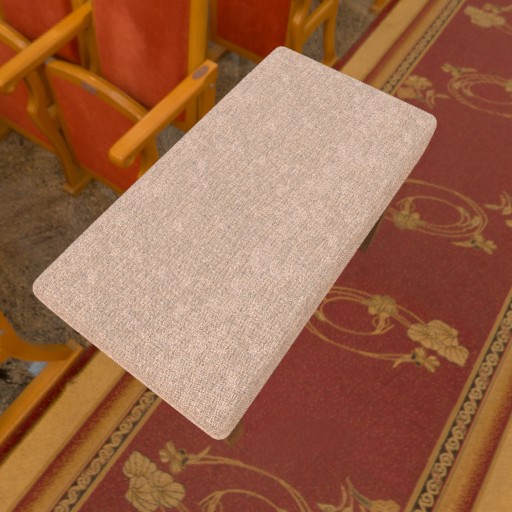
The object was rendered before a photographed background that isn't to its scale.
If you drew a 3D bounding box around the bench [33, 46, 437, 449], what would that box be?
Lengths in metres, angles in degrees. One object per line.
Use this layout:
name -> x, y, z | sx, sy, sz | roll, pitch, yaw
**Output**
bench -> 0.000, 0.000, 0.938 | 0.366, 0.467, 0.681 | 32, 67, 16
